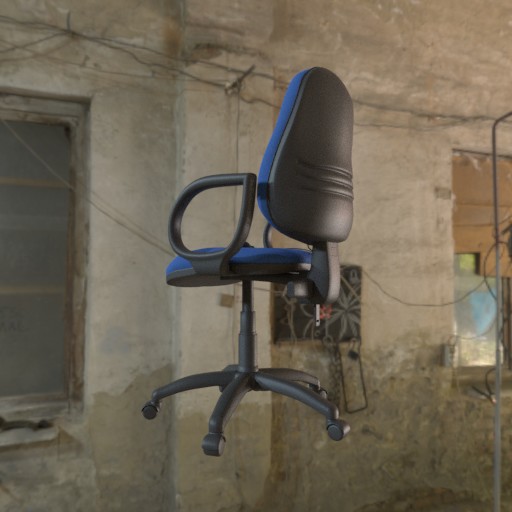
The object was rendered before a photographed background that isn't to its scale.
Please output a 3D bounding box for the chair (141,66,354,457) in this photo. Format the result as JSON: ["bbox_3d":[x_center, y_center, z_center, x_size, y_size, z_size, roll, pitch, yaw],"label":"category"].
[{"bbox_3d":[0.000,0.000,1.242,0.549,0.905,0.552,-1,-2,36],"label":"chair"}]
